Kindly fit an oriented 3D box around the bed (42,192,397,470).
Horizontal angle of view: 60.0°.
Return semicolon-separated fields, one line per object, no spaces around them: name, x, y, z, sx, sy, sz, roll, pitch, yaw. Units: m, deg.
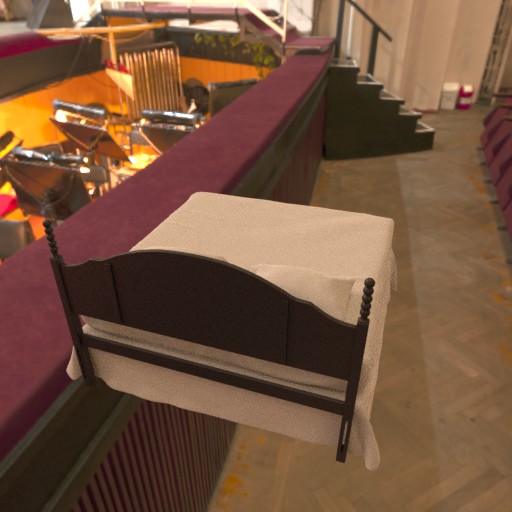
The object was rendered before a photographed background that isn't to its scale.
bed;0.000;0.000;3.540;2.322;1.355;2.219;10;33;16
